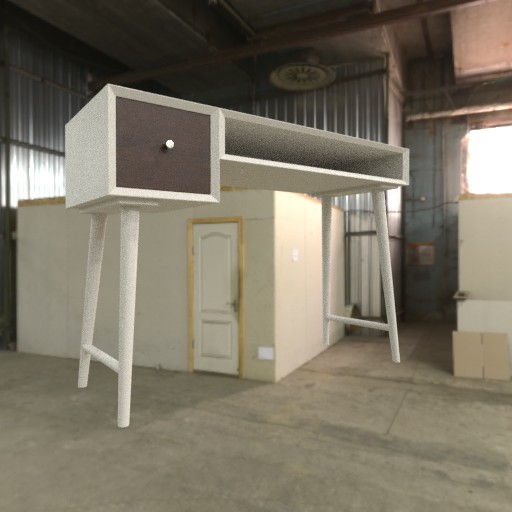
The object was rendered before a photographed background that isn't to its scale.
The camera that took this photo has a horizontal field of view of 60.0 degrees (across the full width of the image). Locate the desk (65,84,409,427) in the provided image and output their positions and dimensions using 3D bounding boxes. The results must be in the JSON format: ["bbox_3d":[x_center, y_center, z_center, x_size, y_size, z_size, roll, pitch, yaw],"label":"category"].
[{"bbox_3d":[0.000,0.000,1.436,1.069,0.761,0.409,-1,1,-36],"label":"desk"}]
